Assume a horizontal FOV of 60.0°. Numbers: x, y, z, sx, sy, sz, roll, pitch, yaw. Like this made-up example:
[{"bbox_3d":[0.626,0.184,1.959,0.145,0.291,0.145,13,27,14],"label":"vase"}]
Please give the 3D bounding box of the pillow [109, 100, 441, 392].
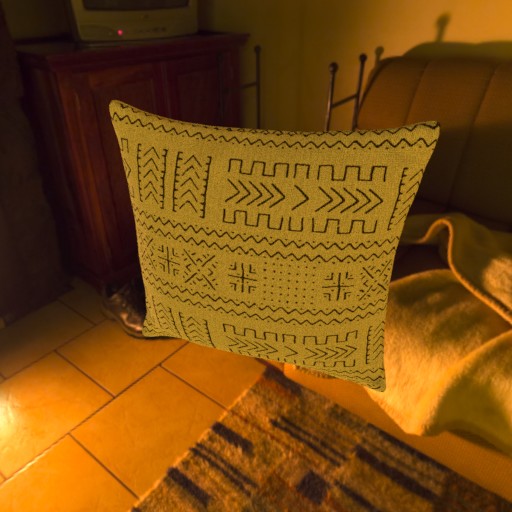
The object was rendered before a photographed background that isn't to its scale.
[{"bbox_3d":[0.000,0.000,0.662,0.438,0.430,0.164,9,33,15],"label":"pillow"}]
